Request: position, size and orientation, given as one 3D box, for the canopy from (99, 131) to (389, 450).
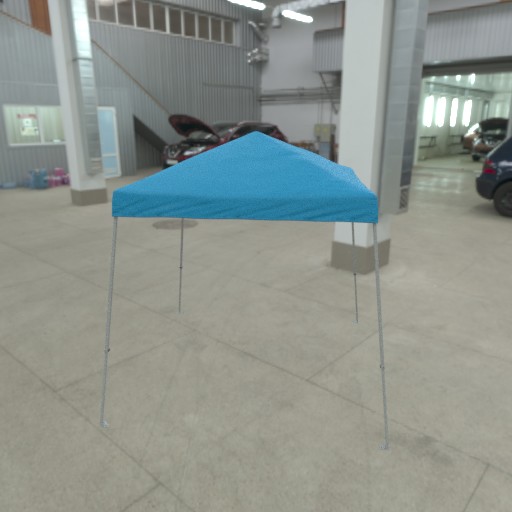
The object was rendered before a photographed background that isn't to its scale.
[{"bbox_3d":[0.000,0.000,5.255,2.850,2.850,2.849,2,17,6],"label":"canopy"}]
